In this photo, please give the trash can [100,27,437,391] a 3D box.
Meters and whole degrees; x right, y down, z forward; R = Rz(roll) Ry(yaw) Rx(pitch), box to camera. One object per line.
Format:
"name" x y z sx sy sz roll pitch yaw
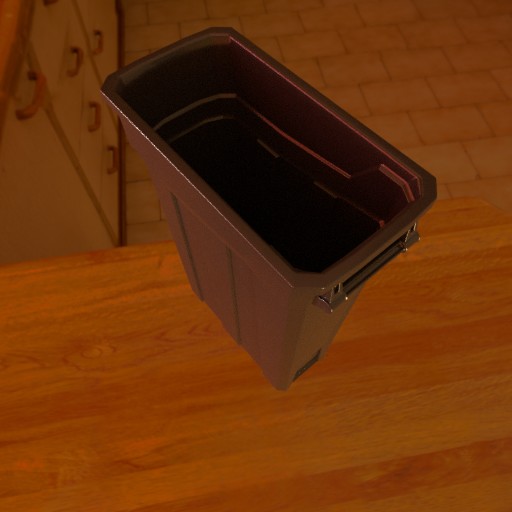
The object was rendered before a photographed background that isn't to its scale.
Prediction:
"trash can" 0.000 0.000 1.020 0.281 0.762 0.559 -35 65 -19
